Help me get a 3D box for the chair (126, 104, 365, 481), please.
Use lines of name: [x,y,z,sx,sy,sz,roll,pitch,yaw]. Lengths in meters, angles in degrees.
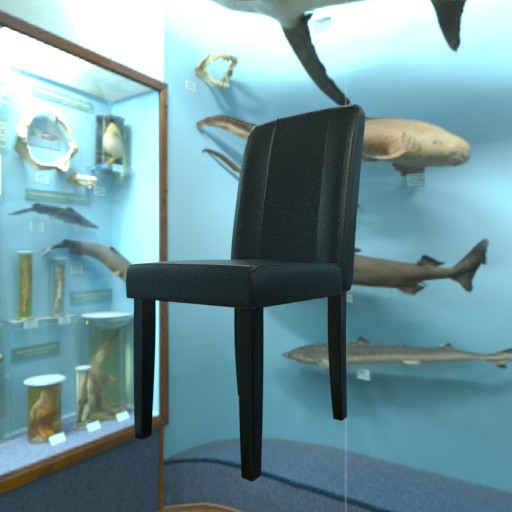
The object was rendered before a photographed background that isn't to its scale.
chair: [0.000,0.000,1.193,0.399,0.897,0.556,0,0,37]
